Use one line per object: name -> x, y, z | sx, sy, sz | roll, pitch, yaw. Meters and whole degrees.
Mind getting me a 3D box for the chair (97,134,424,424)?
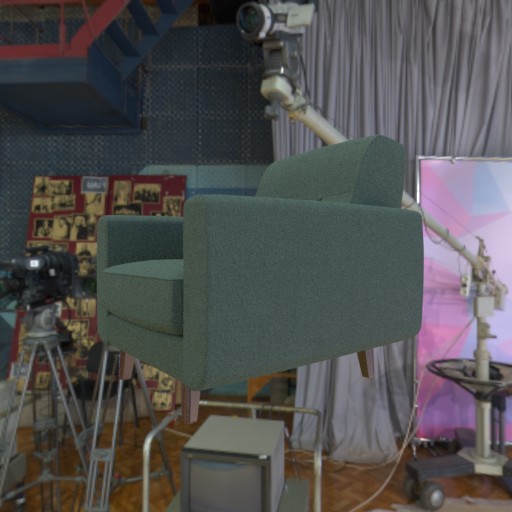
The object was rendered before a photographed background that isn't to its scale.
chair -> 0.000, 0.000, 1.552 | 0.909, 0.841, 0.831 | 0, 0, -36
